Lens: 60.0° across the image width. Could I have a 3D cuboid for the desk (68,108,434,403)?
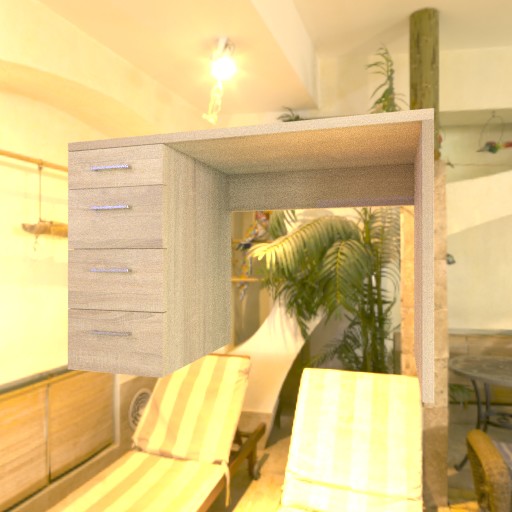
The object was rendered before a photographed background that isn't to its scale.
[{"bbox_3d":[0.000,0.000,1.526,1.100,0.731,0.600,0,0,18],"label":"desk"}]
